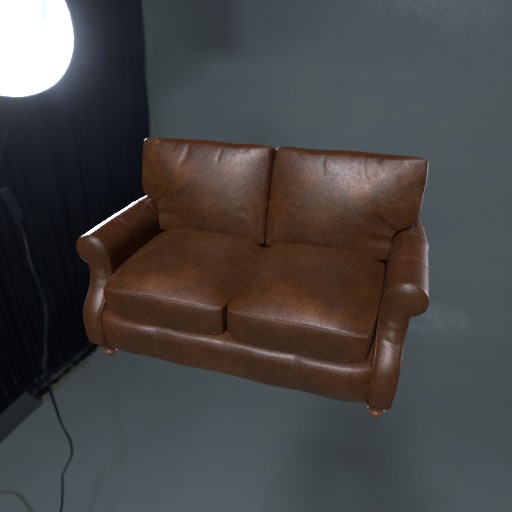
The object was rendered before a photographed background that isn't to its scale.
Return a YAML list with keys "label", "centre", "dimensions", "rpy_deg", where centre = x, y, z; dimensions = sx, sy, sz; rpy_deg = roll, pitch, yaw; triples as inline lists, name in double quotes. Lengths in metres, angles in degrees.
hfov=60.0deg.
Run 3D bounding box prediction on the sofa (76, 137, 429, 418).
- label: "sofa"
  centre: [0.000, 0.000, 2.227]
  dimensions: [1.616, 0.976, 0.990]
  rpy_deg: [8, 28, 16]
